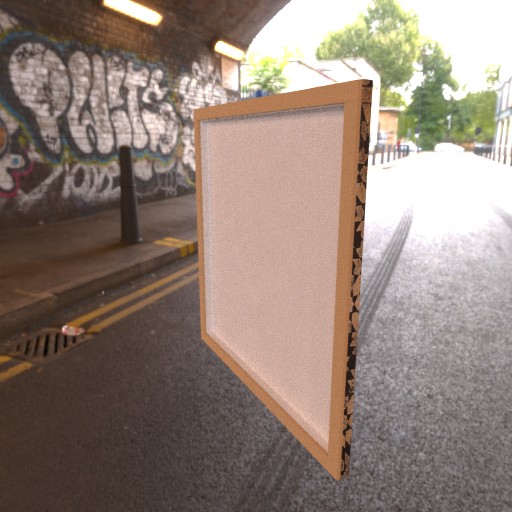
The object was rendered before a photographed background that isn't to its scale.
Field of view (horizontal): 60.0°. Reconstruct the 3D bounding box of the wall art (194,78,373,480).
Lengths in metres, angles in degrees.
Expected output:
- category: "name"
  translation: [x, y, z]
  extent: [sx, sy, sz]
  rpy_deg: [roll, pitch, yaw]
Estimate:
- category: "wall art"
  translation: [0.000, 0.000, 1.359]
  extent: [0.038, 0.914, 0.914]
  rpy_deg: [-7, 16, -27]
